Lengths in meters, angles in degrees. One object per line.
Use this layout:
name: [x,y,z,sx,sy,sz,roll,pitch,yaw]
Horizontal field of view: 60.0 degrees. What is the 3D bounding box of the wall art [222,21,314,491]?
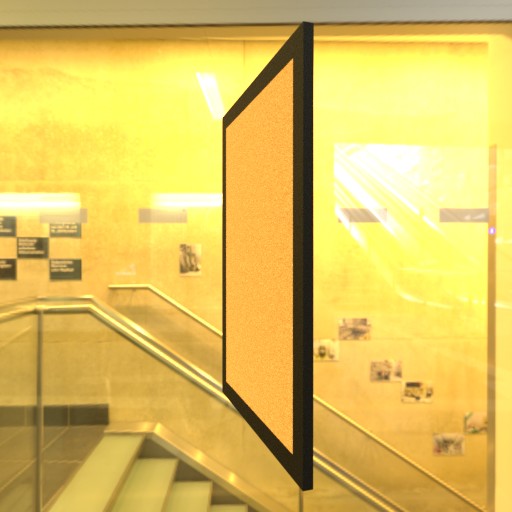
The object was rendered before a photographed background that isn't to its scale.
wall art: [0.000,0.000,0.588,0.011,0.459,0.326,0,1,-18]
